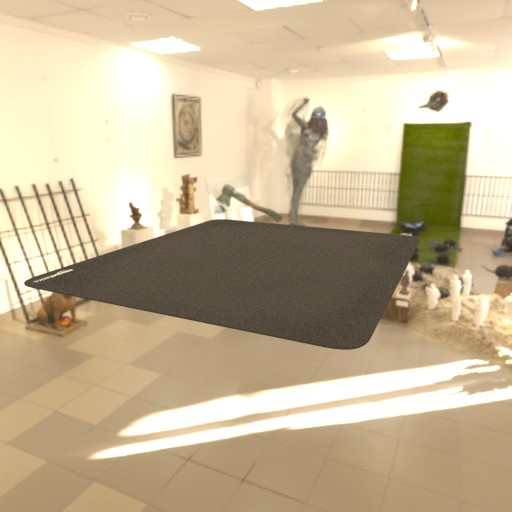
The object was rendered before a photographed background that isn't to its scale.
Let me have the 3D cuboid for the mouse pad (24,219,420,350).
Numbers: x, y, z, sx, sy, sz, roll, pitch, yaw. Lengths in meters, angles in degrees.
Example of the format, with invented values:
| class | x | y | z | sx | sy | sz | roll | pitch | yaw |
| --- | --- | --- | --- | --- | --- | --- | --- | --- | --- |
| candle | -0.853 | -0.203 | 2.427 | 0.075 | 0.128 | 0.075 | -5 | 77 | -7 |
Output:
| class | x | y | z | sx | sy | sz | roll | pitch | yaw |
| --- | --- | --- | --- | --- | --- | --- | --- | --- | --- |
| mouse pad | 0.000 | 0.000 | 0.617 | 0.393 | 0.002 | 0.451 | 7 | 17 | 24 |
